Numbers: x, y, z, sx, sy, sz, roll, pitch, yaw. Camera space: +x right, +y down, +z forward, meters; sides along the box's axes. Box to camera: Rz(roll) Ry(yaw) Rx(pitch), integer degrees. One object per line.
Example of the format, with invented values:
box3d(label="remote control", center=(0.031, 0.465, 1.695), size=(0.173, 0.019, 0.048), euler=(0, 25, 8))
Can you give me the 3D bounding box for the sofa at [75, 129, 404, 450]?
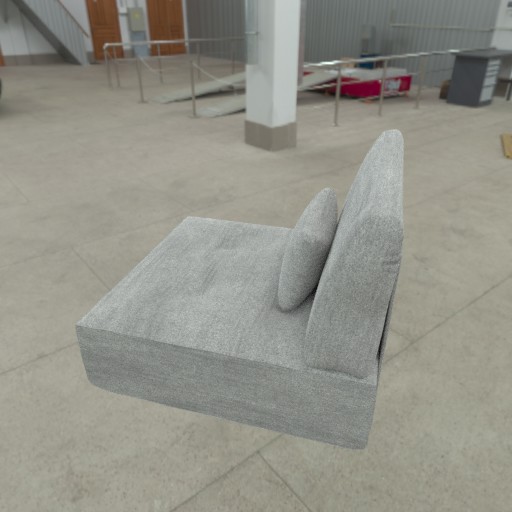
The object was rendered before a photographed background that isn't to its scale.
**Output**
box3d(label="sofa", center=(0.000, 0.000, 1.701), size=(1.000, 0.820, 0.930), euler=(8, 30, 14))
